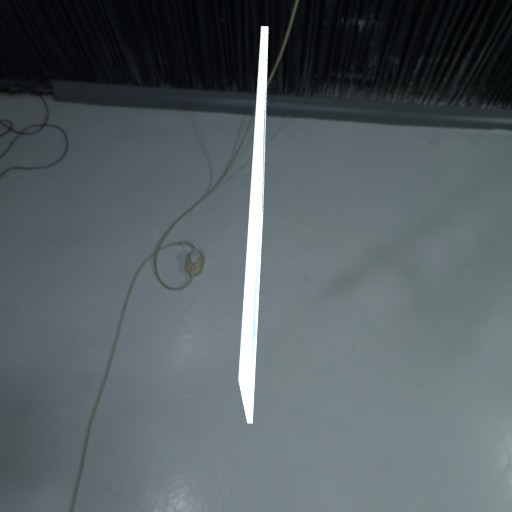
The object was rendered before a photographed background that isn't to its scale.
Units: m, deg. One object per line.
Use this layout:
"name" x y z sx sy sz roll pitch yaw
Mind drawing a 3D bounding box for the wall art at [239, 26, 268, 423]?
"wall art" 0.000 0.000 0.887 0.013 0.584 0.584 3 65 1
